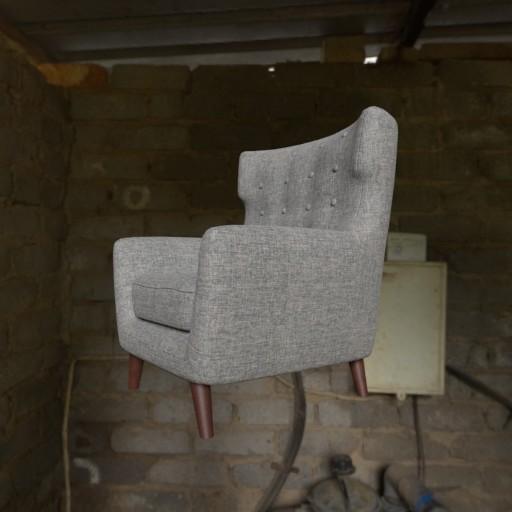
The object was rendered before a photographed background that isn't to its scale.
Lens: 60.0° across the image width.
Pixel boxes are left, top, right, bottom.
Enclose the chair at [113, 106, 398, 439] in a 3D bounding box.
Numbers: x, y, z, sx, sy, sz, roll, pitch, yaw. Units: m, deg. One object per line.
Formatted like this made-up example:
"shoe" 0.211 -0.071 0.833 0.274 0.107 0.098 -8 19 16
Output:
"chair" 0.000 0.000 1.770 0.904 1.063 0.878 1 -1 -36
